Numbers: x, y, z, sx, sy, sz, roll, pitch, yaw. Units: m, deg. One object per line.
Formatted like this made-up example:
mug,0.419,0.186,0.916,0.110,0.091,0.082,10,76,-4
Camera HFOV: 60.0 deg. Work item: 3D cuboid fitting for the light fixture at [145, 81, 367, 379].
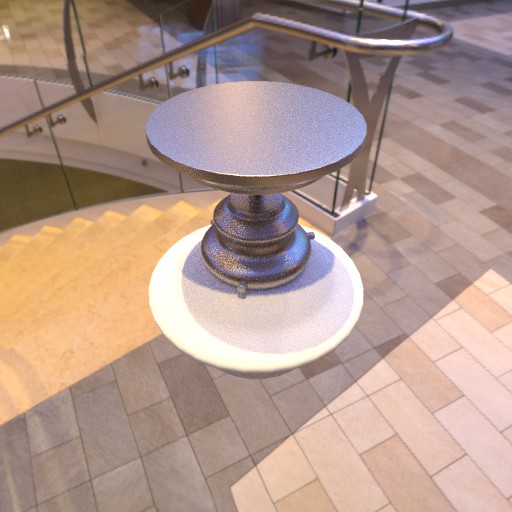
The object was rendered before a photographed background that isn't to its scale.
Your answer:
light fixture,0.000,0.000,0.394,0.199,0.254,0.199,0,41,0
